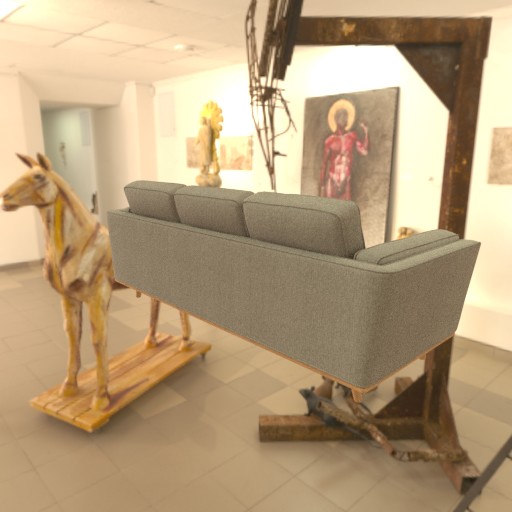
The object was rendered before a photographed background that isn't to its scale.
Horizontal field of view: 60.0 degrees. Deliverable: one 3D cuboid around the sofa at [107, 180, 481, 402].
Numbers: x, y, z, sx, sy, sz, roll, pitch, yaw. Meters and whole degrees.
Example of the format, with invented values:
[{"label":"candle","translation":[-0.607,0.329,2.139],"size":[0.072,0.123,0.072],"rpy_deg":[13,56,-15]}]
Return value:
[{"label":"sofa","translation":[0.000,0.000,2.796],"size":[0.903,0.899,2.362],"rpy_deg":[-12,18,-42]}]
